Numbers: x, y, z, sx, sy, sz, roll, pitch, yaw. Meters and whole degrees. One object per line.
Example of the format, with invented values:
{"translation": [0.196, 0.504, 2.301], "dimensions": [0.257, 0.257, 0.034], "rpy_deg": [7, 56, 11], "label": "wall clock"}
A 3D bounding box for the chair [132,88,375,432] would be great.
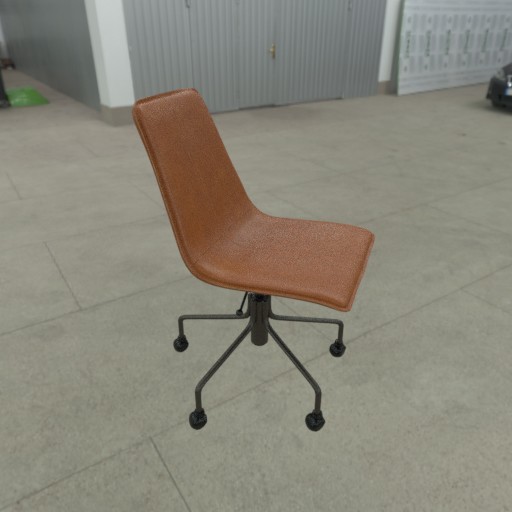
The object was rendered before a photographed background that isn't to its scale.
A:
{"translation": [0.000, 0.000, 1.366], "dimensions": [0.660, 0.920, 0.651], "rpy_deg": [10, 30, 19], "label": "chair"}
